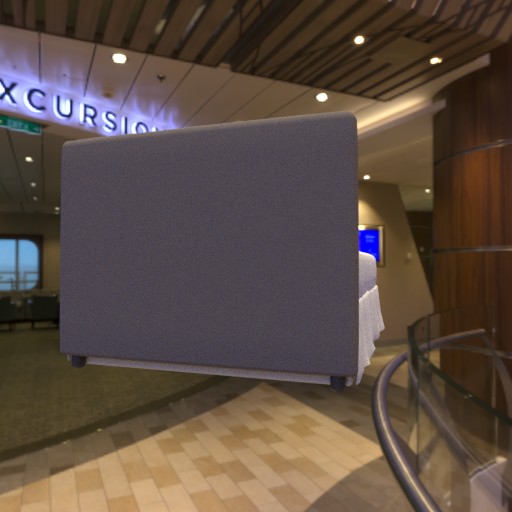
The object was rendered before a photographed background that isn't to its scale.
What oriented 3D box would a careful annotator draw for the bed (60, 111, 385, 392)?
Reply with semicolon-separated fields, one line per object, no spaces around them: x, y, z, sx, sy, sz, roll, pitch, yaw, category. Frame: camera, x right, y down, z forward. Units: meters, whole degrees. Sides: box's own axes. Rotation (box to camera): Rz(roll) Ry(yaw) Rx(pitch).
0.000;0.000;3.292;1.748;1.330;2.142;0;-1;19;bed
